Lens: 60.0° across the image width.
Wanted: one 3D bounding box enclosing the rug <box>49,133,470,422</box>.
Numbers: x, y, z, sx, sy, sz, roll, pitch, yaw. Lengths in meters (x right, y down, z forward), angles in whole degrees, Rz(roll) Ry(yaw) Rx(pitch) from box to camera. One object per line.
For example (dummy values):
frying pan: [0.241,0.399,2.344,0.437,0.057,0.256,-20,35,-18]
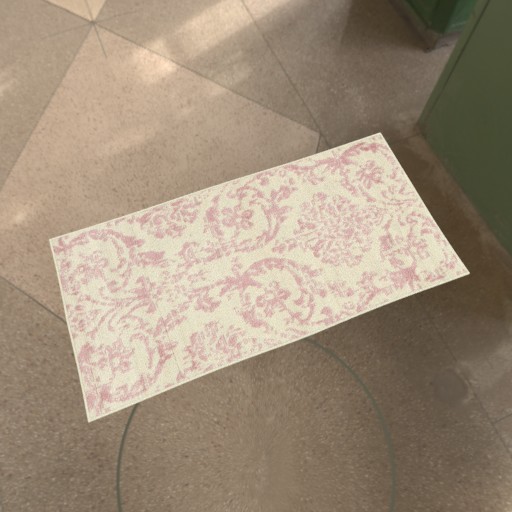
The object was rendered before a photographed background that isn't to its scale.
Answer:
rug: [0.000,0.000,1.423,1.219,0.007,0.604,-19,67,-9]
